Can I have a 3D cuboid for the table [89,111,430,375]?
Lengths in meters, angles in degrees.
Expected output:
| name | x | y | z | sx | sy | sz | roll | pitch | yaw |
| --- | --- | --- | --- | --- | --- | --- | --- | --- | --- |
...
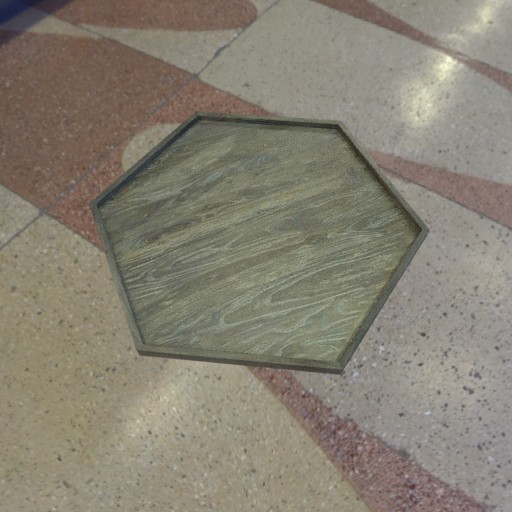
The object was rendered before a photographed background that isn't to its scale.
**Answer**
| name | x | y | z | sx | sy | sz | roll | pitch | yaw |
| --- | --- | --- | --- | --- | --- | --- | --- | --- | --- |
| table | 0.000 | 0.000 | 1.649 | 0.966 | 0.488 | 1.115 | 31 | 63 | 18 |
